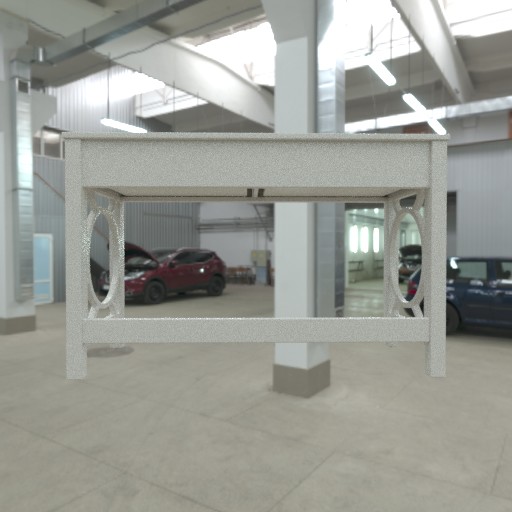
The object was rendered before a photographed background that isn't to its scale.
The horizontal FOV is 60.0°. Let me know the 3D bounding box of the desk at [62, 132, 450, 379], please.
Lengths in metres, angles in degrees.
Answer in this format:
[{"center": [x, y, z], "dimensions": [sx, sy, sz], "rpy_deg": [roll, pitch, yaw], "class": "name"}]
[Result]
[{"center": [0.000, 0.000, 1.614], "dimensions": [1.191, 0.762, 0.504], "rpy_deg": [0, 1, -1], "class": "desk"}]
